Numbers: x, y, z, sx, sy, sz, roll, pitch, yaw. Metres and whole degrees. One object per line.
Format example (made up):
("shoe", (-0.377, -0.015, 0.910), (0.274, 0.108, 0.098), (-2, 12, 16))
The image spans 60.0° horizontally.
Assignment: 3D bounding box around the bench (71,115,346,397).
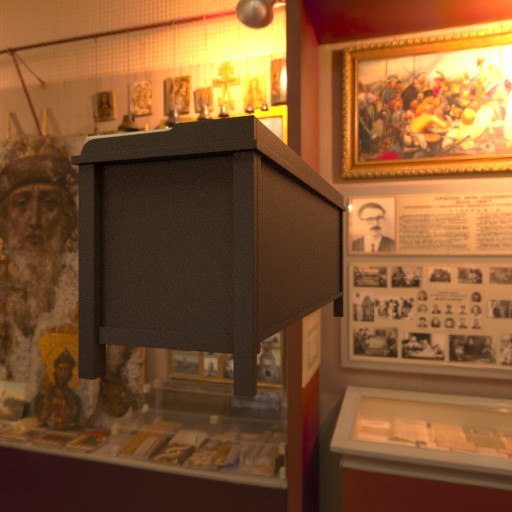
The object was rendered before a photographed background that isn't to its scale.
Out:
("bench", (0.000, 0.000, 1.372), (0.398, 0.501, 1.140), (0, 0, 19))
